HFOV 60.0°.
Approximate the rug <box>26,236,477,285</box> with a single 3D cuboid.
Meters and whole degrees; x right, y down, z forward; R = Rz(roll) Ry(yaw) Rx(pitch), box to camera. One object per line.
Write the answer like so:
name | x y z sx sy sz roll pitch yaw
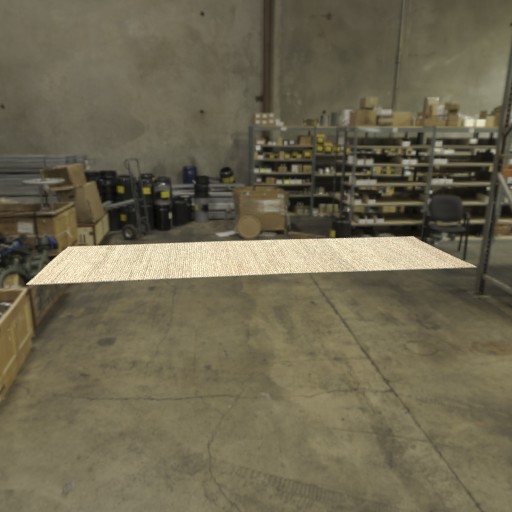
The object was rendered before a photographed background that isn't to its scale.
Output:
rug | 0.000 0.000 2.678 2.390 0.014 0.741 -2 16 -7
